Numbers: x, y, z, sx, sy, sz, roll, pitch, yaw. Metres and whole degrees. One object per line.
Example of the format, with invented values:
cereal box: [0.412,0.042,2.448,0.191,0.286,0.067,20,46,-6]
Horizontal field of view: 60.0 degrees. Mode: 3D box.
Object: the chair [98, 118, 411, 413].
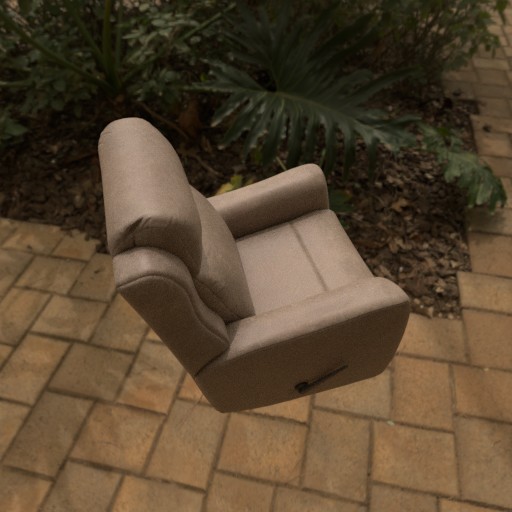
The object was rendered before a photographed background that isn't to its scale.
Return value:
chair: [0.000,0.000,1.907,1.068,1.116,0.967,-12,47,-11]
